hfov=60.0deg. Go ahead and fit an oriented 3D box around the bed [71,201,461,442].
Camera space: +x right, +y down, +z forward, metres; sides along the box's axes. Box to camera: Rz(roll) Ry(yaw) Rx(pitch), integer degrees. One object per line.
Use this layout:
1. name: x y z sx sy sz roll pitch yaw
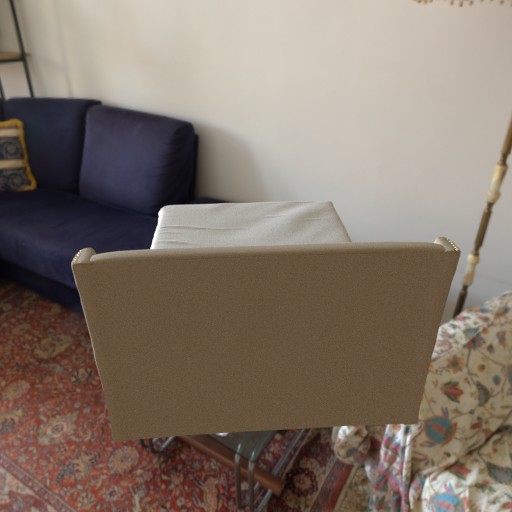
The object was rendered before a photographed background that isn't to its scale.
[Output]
1. bed: 0.000 0.000 3.427 1.925 1.332 2.276 -2 30 -3
